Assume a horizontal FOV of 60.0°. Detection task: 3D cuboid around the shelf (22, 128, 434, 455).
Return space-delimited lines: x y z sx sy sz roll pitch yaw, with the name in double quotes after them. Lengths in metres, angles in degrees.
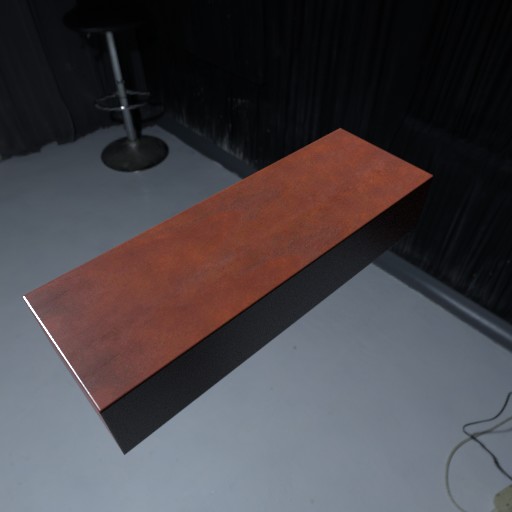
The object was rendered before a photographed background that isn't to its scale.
0.000 0.000 0.516 0.457 0.088 0.152 -33 54 -27 "shelf"
